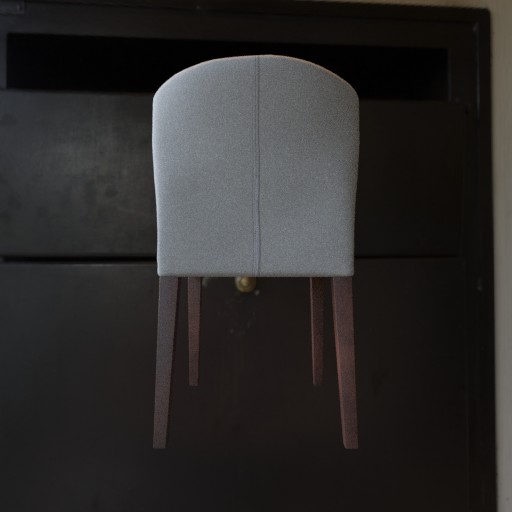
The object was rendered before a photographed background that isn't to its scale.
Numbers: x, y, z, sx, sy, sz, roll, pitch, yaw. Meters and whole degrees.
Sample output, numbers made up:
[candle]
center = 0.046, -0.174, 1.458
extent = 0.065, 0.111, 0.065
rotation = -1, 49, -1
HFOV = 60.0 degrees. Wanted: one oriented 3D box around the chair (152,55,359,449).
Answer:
[chair]
center = 0.000, 0.000, 1.208
extent = 0.491, 0.839, 0.592
rotation = 0, -1, 0
